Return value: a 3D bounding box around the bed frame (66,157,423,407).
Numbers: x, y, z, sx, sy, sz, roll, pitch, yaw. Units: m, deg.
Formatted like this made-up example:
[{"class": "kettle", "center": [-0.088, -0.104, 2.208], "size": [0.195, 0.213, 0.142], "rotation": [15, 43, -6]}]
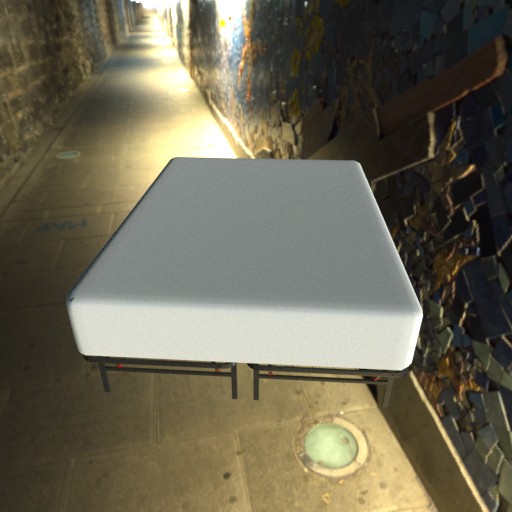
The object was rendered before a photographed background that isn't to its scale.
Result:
[{"class": "bed frame", "center": [0.000, 0.000, 2.863], "size": [1.528, 0.677, 2.037], "rotation": [2, 30, 3]}]
